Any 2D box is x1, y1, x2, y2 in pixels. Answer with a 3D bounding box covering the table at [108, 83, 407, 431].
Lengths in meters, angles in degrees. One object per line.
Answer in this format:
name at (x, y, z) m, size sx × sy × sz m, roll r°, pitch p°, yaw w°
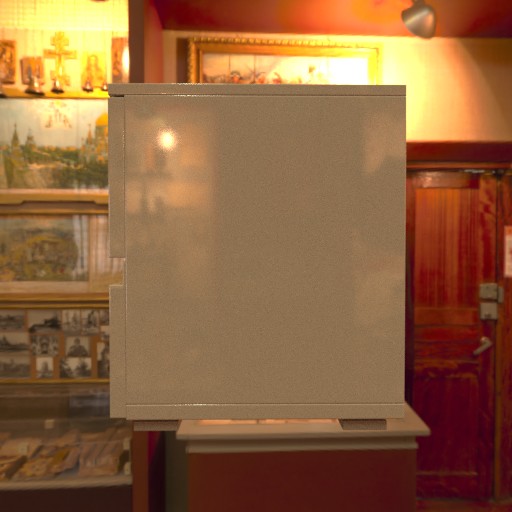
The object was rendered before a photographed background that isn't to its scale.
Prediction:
table at (0.000, 0.000, 0.807) m, size 0.400 × 0.470 × 0.420 m, roll 0°, pitch 1°, yaw -1°
